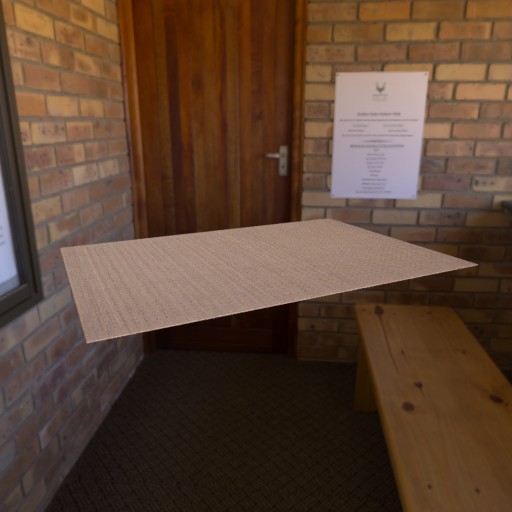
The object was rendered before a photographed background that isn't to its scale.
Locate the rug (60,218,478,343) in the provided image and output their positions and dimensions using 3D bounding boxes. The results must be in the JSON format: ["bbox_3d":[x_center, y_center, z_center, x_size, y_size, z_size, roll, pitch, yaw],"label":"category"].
[{"bbox_3d":[0.000,0.000,3.701,2.895,0.006,1.981,-8,18,-25],"label":"rug"}]
